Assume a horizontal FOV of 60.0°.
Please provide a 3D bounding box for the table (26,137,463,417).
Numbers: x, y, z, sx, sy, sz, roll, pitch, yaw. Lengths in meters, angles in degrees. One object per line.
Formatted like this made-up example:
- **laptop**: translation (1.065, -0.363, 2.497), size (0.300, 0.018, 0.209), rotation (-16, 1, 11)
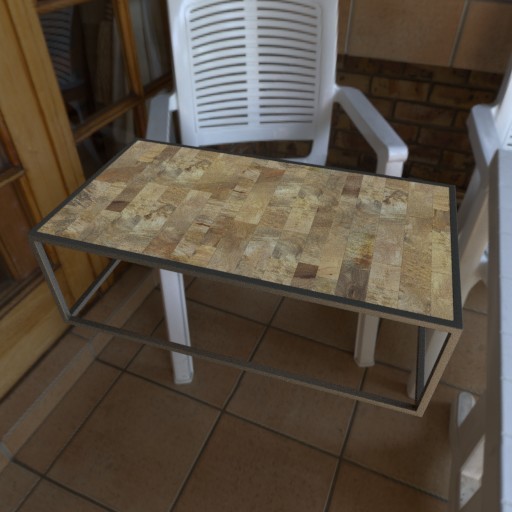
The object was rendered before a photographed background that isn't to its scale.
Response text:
- **table**: translation (0.000, 0.000, 1.516), size (1.199, 0.398, 0.649), rotation (11, 42, 13)
